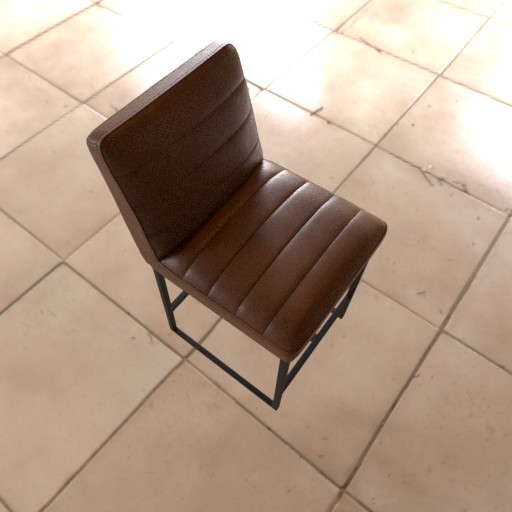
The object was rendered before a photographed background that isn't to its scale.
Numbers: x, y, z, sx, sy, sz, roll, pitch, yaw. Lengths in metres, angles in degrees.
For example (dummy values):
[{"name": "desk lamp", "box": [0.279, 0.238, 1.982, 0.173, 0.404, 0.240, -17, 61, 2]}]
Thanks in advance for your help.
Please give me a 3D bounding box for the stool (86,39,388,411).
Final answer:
[{"name": "stool", "box": [0.000, 0.000, 1.268, 0.556, 0.940, 0.458, 33, 64, 18]}]
